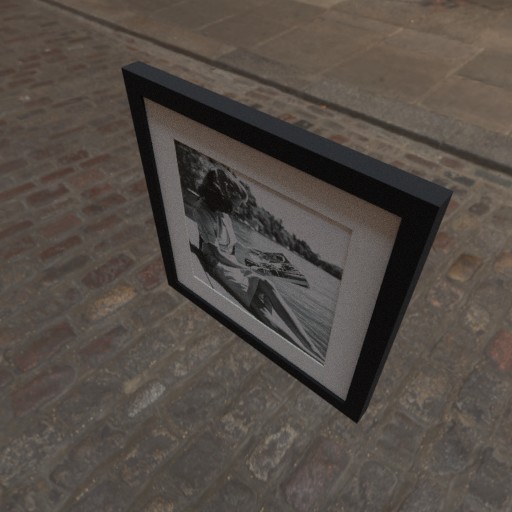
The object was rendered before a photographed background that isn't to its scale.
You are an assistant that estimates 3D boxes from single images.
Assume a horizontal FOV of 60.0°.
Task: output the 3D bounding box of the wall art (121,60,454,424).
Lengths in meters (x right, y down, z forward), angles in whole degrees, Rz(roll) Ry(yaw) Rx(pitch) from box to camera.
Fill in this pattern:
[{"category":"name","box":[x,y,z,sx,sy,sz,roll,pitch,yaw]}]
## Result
[{"category":"wall art","box":[0.000,0.000,0.676,0.462,0.458,0.030,31,53,27]}]
